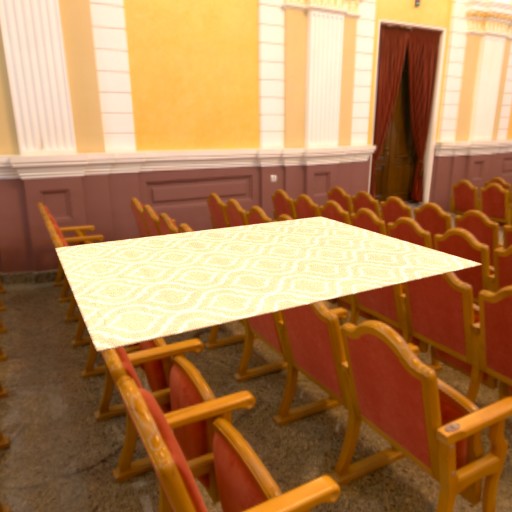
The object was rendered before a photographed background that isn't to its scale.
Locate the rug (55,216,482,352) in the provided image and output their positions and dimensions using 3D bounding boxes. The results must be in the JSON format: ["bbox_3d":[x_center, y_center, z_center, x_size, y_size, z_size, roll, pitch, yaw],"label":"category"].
[{"bbox_3d":[0.000,0.000,4.271,3.353,0.010,2.438,-9,19,-27],"label":"rug"}]
